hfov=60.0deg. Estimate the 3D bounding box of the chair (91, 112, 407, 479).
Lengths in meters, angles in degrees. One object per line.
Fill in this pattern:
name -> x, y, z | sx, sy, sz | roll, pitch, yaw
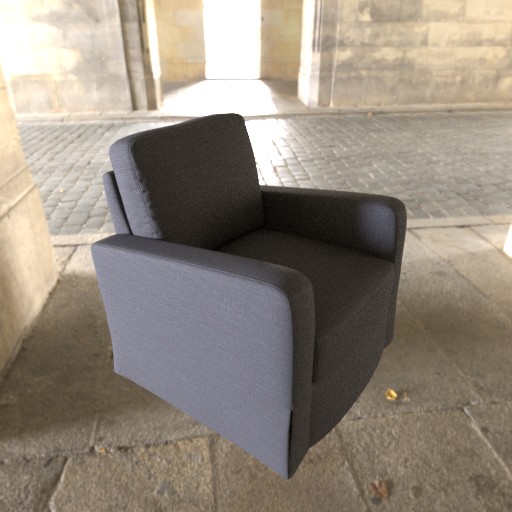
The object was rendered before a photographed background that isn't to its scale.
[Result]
chair -> 0.000, 0.000, 1.538 | 0.863, 0.855, 0.798 | 18, 32, 32
